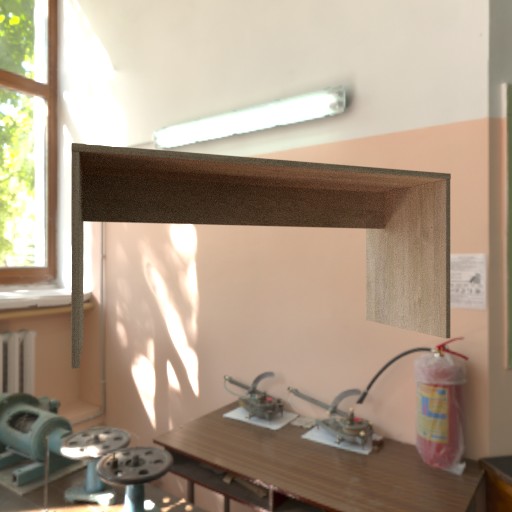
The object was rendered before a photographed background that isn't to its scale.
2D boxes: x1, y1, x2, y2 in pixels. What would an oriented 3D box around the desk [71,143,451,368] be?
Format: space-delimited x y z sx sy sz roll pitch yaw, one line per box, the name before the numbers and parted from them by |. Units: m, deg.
desk | 0.000 0.000 2.124 1.600 0.752 0.802 0 0 -20
